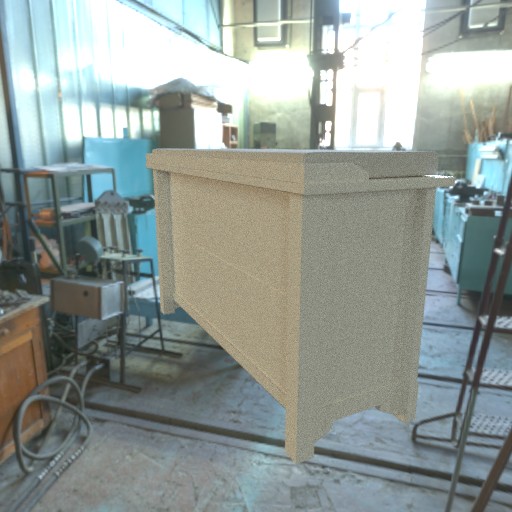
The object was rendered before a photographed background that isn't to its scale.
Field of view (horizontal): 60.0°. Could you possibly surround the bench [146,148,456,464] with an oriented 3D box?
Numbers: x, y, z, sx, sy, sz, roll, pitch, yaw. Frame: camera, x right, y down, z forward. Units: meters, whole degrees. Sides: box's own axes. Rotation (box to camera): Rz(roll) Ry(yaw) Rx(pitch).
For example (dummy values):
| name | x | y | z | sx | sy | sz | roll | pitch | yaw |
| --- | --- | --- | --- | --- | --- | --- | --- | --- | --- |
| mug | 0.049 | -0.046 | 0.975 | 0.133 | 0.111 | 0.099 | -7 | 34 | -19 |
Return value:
| name | x | y | z | sx | sy | sz | roll | pitch | yaw |
| --- | --- | --- | --- | --- | --- | --- | --- | --- | --- |
| bench | 0.000 | 0.000 | 1.255 | 0.346 | 0.589 | 0.987 | -7 | 16 | -27 |
